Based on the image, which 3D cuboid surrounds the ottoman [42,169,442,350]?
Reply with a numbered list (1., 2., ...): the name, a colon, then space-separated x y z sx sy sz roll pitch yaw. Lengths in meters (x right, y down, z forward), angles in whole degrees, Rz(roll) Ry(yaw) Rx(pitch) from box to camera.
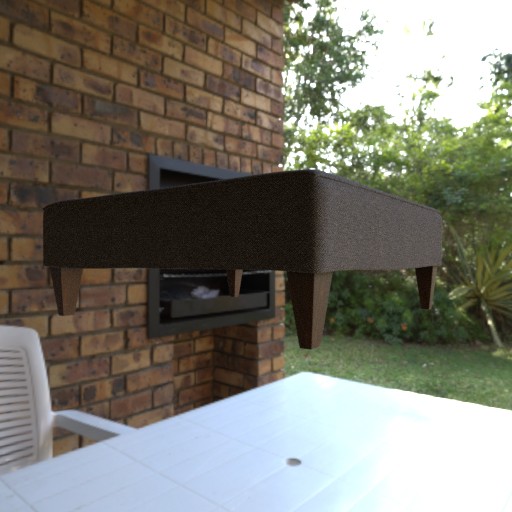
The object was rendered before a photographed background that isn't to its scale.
1. ottoman: 0.000 0.000 1.492 0.981 0.378 0.970 0 0 36
